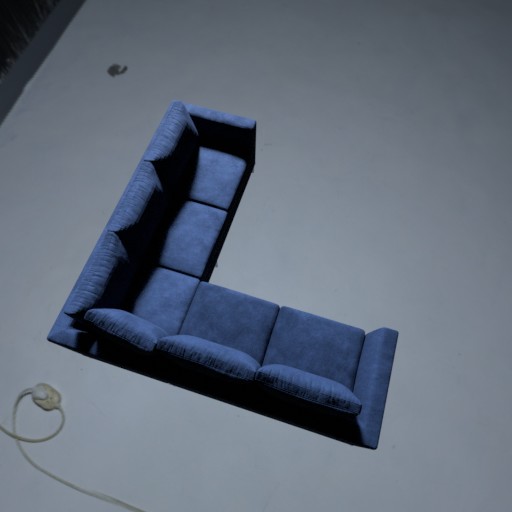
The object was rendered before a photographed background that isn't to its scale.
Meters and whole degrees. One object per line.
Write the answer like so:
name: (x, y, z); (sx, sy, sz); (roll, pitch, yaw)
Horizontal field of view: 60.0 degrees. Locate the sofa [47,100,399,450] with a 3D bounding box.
sofa: (0.000, 0.000, 3.825); (2.472, 0.988, 2.463); (16, 66, 7)
